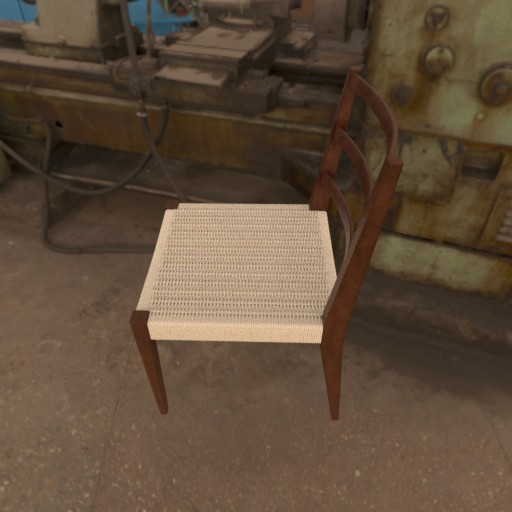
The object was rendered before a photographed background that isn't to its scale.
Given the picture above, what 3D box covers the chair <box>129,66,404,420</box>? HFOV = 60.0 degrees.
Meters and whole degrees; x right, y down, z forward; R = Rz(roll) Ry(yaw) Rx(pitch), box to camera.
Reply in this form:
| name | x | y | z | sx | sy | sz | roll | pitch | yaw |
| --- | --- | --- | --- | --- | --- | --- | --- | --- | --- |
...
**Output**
| name | x | y | z | sx | sy | sz | roll | pitch | yaw |
| --- | --- | --- | --- | --- | --- | --- | --- | --- | --- |
| chair | 0.000 | 0.000 | 1.159 | 0.551 | 0.813 | 0.480 | 1 | 41 | 1 |
